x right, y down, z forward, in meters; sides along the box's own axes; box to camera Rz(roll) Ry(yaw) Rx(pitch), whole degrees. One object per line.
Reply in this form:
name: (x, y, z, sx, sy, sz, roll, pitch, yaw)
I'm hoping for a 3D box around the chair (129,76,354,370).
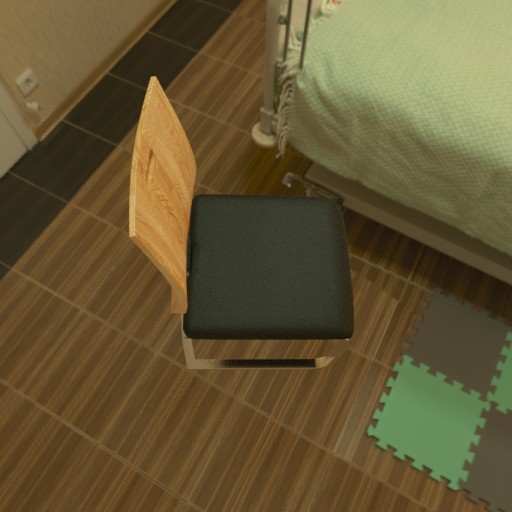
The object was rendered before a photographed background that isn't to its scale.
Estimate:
chair: (0.000, 0.000, 1.256, 0.560, 0.936, 0.462, 0, 64, 0)
